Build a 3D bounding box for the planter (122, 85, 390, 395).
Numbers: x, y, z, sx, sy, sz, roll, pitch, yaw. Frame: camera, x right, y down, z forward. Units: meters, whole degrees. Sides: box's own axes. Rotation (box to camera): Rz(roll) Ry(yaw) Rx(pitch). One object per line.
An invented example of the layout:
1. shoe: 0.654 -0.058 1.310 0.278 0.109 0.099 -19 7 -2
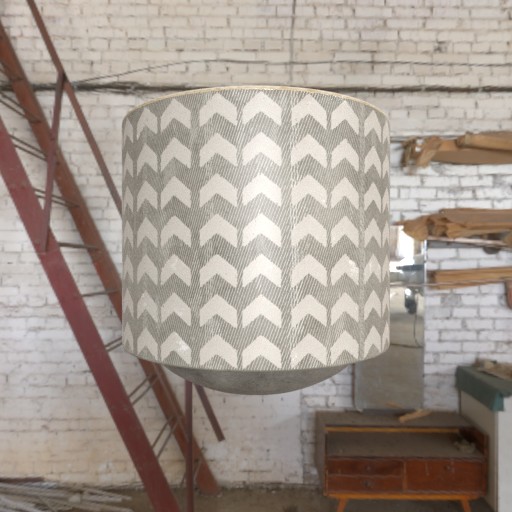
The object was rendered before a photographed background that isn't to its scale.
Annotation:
1. planter: 0.000 0.000 0.328 0.190 0.181 0.190 0 0 0
